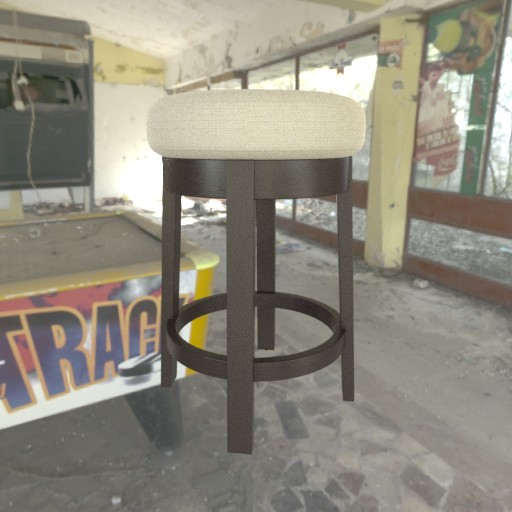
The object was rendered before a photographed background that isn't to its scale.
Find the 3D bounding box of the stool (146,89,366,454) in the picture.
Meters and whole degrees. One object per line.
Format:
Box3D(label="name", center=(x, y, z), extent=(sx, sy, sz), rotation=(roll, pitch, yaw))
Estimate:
Box3D(label="stool", center=(0.000, 0.000, 0.958), extent=(0.449, 0.655, 0.449), rotation=(0, 15, 0))
